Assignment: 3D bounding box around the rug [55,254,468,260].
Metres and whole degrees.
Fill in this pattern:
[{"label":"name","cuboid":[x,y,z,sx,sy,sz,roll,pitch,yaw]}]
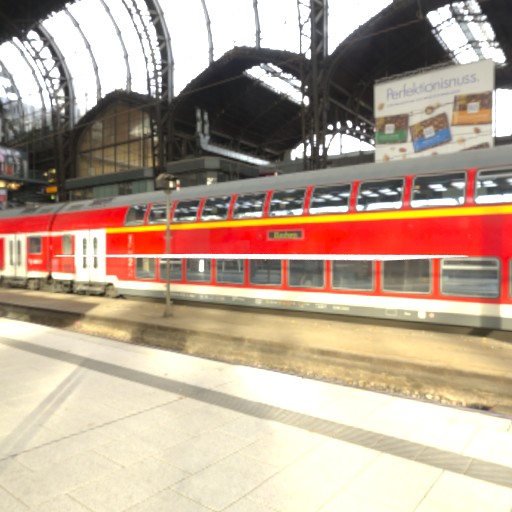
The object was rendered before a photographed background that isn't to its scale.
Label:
[{"label":"rug","cuboid":[0.000,0.000,2.340,1.829,0.006,1.219,0,1,36]}]
